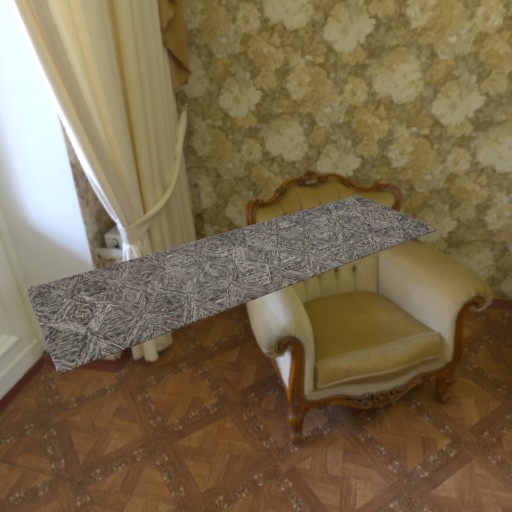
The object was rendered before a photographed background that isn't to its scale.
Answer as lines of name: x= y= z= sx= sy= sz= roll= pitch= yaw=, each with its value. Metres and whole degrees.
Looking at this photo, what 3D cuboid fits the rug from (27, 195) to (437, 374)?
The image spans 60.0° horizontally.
rug: x=0.000 y=0.000 z=2.523 sx=2.305 sy=0.013 sz=0.719 roll=-18 pitch=34 yaw=-29
